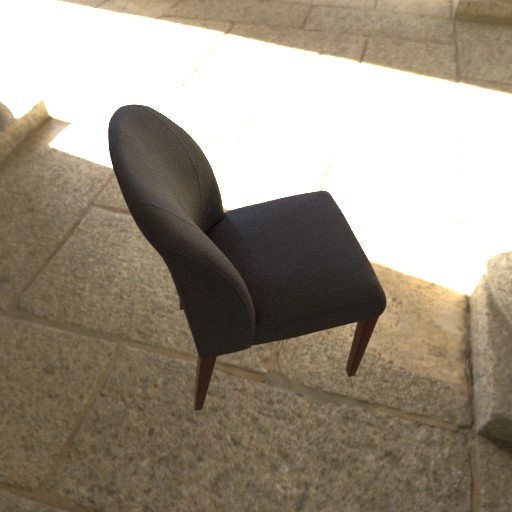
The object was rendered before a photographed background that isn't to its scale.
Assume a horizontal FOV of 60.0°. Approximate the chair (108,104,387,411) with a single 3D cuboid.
[{"bbox_3d":[0.000,0.000,1.268,0.619,0.879,0.506,-10,48,-9],"label":"chair"}]
